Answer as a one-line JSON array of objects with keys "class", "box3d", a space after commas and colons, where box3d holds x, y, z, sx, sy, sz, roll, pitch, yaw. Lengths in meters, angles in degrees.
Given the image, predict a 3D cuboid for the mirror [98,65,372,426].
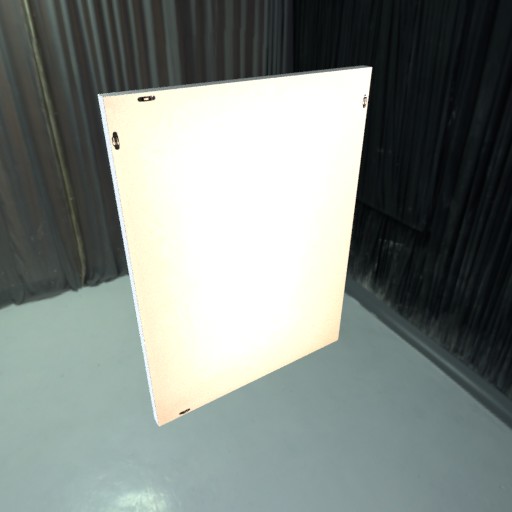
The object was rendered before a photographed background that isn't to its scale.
[{"class": "mirror", "box3d": [0.000, 0.000, 1.350, 0.762, 1.016, 0.040, -18, 35, -28]}]
